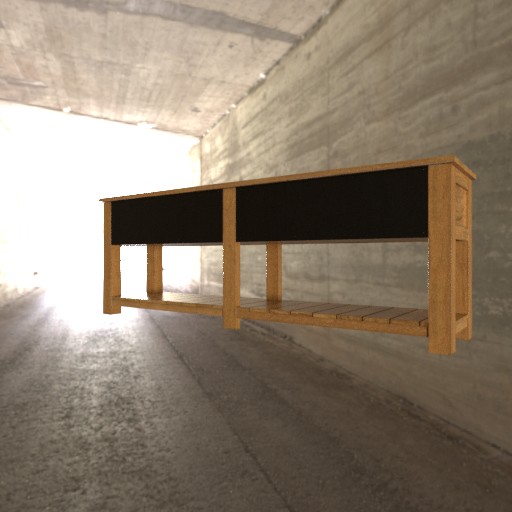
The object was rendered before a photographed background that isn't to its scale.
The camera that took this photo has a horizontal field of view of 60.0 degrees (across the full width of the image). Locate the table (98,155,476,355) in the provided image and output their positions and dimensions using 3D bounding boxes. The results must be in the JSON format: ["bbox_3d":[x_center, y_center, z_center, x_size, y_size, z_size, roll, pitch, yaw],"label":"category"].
[{"bbox_3d":[0.000,0.000,2.081,1.815,0.635,0.425,0,0,35],"label":"table"}]
